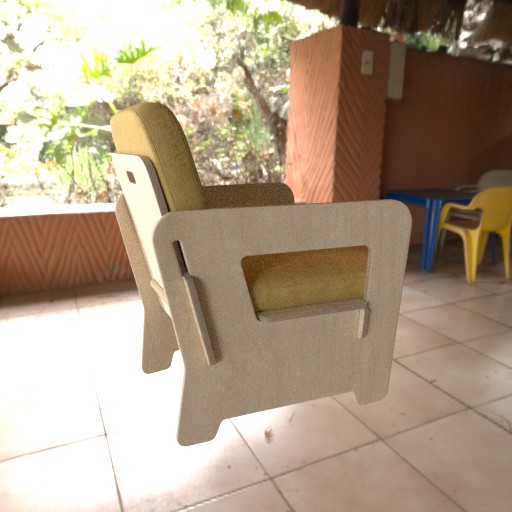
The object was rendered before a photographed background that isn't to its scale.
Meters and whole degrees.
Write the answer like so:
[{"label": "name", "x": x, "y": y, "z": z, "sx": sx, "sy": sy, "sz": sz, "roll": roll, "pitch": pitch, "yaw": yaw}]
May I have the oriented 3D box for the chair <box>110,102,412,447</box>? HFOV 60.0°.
[{"label": "chair", "x": 0.000, "y": 0.000, "z": 1.275, "sx": 0.710, "sy": 0.800, "sz": 0.590, "roll": -7, "pitch": 16, "yaw": -25}]
